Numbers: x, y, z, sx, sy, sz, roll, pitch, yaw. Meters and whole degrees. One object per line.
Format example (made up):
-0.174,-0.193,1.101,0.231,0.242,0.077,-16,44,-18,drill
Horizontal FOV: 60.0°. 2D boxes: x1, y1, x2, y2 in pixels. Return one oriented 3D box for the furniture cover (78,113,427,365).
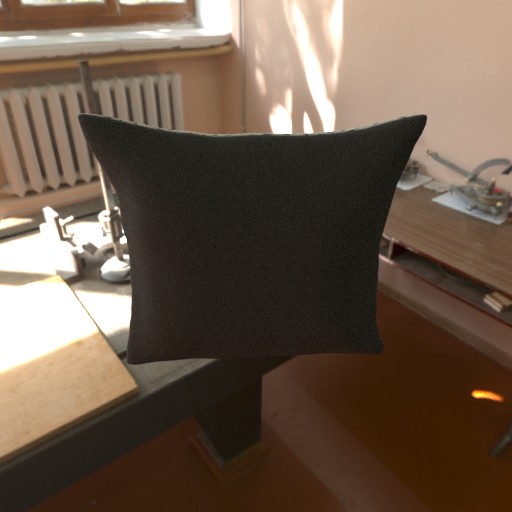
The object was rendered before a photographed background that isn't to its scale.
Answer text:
0.000,0.000,0.783,0.525,0.498,0.180,-1,31,-2,furniture cover
